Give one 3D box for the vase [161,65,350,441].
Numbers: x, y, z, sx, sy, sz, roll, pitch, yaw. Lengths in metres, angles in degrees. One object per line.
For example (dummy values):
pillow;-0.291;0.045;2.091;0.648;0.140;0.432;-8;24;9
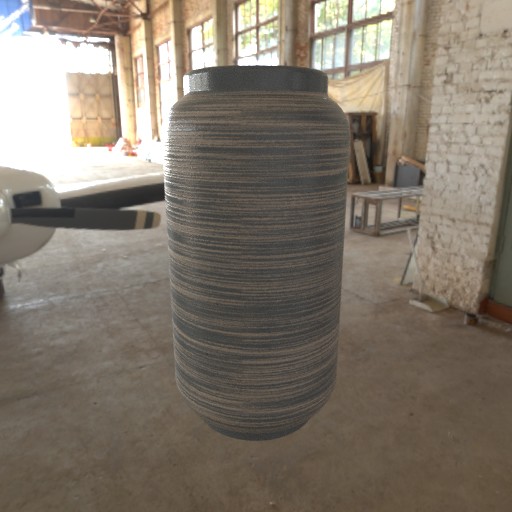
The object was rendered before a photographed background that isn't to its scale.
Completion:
vase;0.000;0.000;0.301;0.116;0.230;0.116;0;16;0
